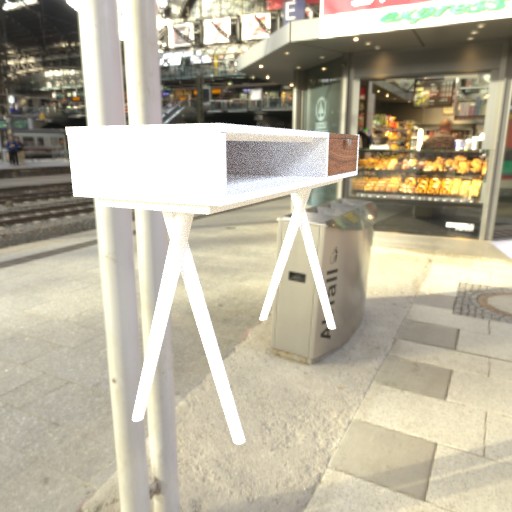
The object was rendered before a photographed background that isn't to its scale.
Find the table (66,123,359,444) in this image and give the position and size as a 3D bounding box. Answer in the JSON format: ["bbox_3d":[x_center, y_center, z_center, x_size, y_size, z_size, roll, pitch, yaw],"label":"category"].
[{"bbox_3d":[0.000,0.000,1.454,0.418,0.785,1.066,7,15,25],"label":"table"}]
